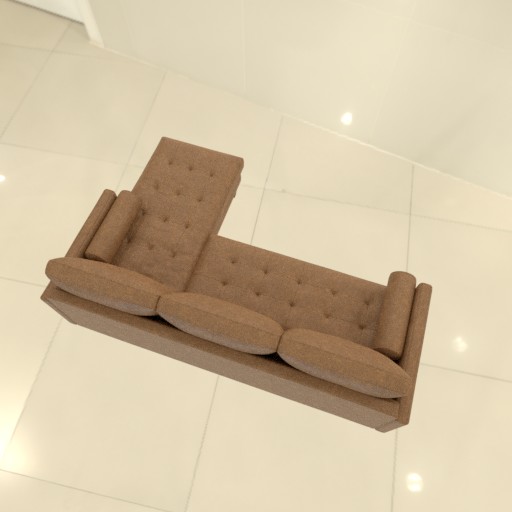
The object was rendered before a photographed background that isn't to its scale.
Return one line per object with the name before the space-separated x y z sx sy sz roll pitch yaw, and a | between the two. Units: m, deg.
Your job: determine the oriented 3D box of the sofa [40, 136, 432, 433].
sofa | 0.000 0.000 2.894 2.178 0.876 1.506 17 65 8
